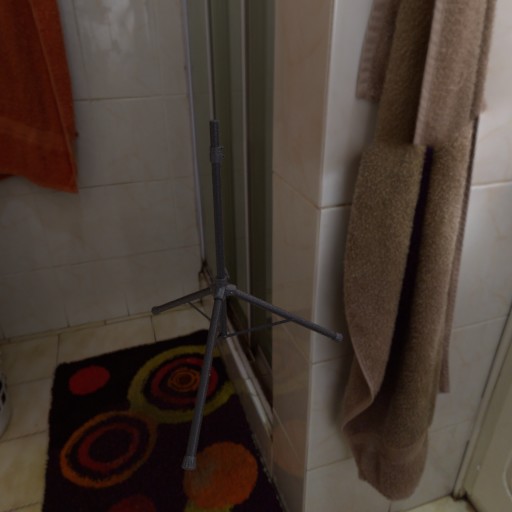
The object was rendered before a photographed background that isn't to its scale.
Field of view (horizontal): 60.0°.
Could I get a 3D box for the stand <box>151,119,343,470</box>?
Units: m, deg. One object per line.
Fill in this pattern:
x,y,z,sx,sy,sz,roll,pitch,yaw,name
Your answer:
0.000,0.000,1.866,0.907,1.136,1.045,-8,30,-14,stand
